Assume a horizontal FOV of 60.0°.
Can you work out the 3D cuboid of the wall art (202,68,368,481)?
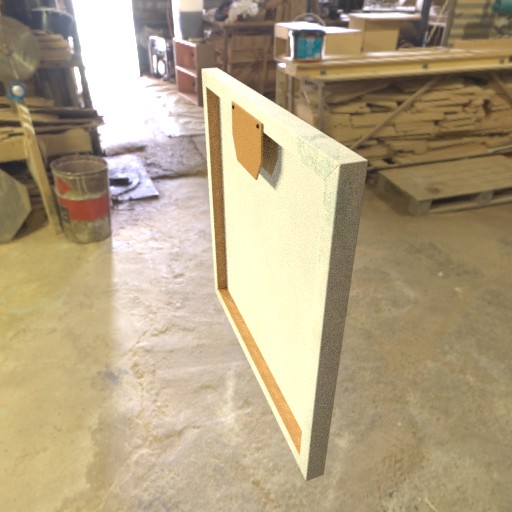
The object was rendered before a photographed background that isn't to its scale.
[{"bbox_3d":[0.000,0.000,0.887,0.044,0.605,0.605,-11,34,-17],"label":"wall art"}]
